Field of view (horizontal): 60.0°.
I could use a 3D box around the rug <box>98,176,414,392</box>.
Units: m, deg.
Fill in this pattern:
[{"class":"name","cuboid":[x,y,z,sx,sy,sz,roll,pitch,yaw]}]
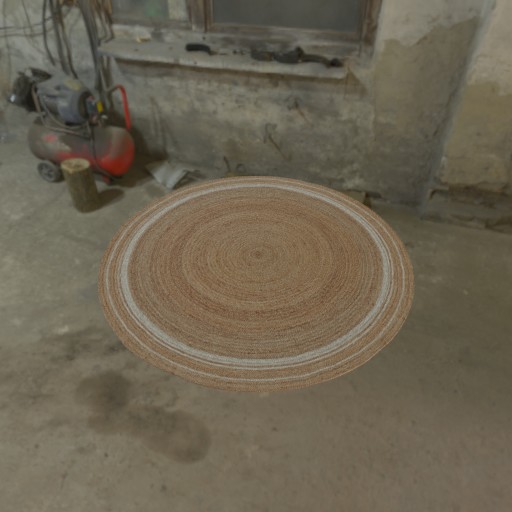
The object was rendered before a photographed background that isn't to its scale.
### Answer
[{"class":"rug","cuboid":[0.000,0.000,3.548,2.444,0.015,2.444,0,41,0]}]
